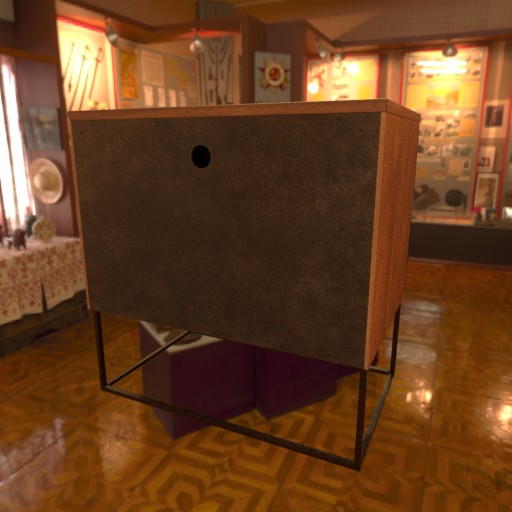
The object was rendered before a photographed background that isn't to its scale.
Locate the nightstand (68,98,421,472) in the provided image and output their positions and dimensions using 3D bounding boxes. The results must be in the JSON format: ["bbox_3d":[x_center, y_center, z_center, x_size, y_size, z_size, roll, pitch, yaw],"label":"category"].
[{"bbox_3d":[0.000,0.000,0.993,0.605,0.611,0.427,7,16,25],"label":"nightstand"}]
